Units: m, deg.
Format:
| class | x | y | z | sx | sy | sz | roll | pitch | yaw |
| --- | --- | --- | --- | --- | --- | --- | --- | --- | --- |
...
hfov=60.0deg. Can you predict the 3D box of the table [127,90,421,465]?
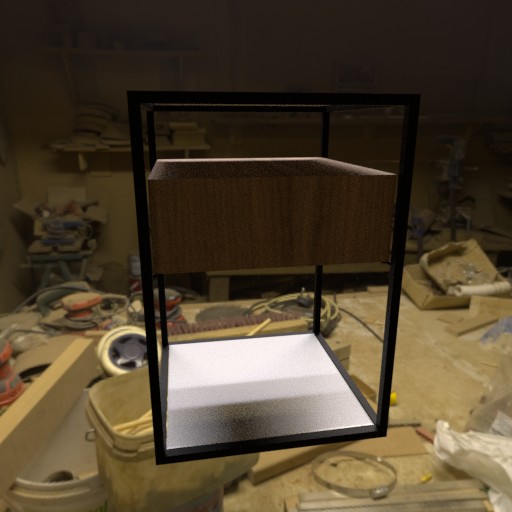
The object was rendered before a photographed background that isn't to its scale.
| class | x | y | z | sx | sy | sz | roll | pitch | yaw |
| --- | --- | --- | --- | --- | --- | --- | --- | --- | --- |
| table | 0.000 | 0.000 | 0.812 | 0.378 | 0.540 | 0.378 | -3 | 17 | -10 |
